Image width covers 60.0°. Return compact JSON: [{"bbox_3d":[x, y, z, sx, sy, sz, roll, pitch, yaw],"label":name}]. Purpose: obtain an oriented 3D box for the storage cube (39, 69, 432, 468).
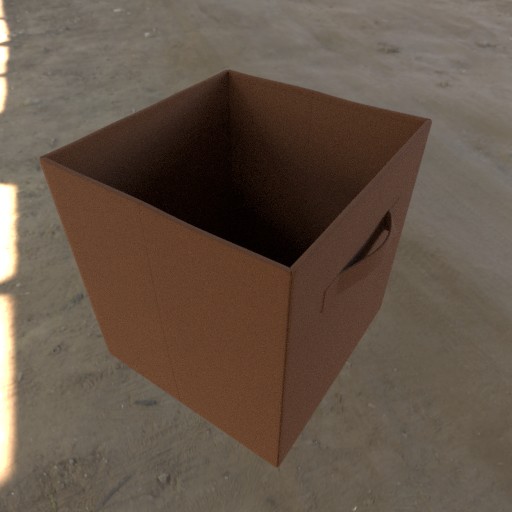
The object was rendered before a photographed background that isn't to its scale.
[{"bbox_3d":[0.000,0.000,0.492,0.270,0.280,0.270,25,47,25],"label":"storage cube"}]
